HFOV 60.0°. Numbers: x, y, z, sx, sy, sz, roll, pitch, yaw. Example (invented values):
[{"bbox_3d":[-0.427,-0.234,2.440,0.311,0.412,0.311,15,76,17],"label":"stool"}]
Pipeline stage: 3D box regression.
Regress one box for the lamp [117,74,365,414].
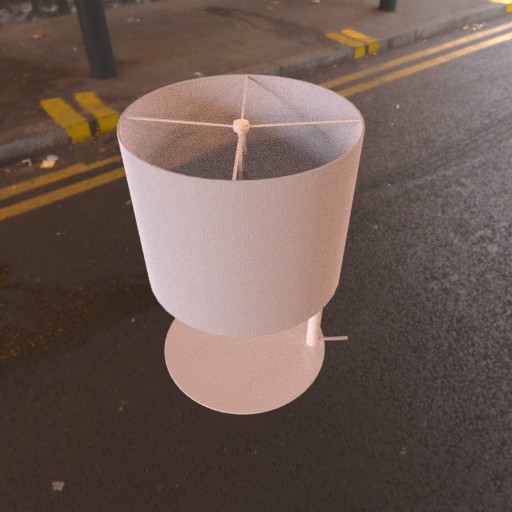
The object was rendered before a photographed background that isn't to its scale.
[{"bbox_3d":[0.000,0.000,0.694,0.341,0.454,0.299,1,41,1],"label":"lamp"}]
